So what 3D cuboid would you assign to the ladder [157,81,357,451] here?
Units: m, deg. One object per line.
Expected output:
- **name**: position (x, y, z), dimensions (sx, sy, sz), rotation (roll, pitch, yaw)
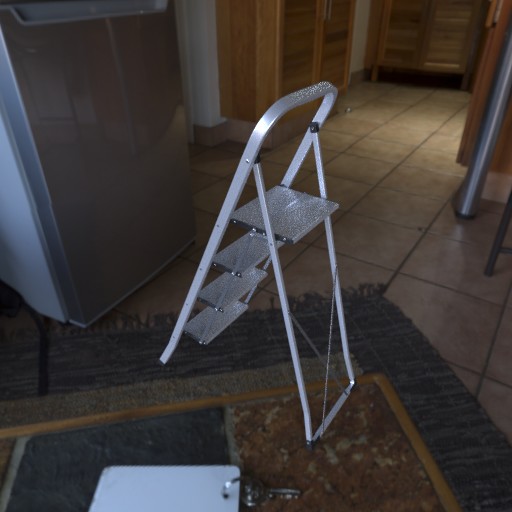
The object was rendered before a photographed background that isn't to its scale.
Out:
- **ladder**: position (0.000, 0.000, 1.709), dimensions (0.830, 1.290, 0.465), rotation (22, 39, 29)
